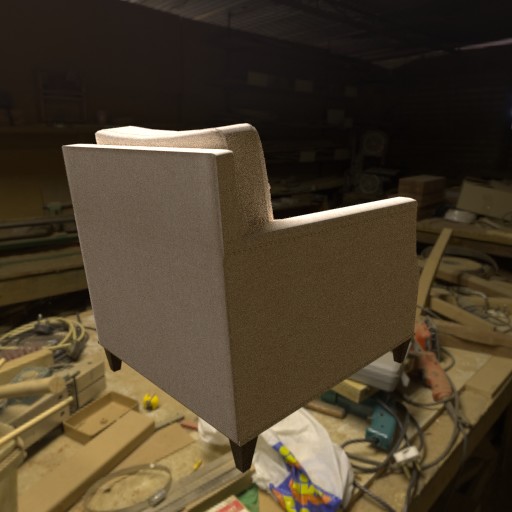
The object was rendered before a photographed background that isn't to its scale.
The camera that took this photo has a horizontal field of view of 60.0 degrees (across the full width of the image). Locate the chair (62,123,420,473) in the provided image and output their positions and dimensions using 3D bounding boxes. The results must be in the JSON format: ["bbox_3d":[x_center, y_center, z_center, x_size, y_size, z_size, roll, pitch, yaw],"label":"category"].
[{"bbox_3d":[0.000,0.000,1.672,1.041,0.940,0.838,-14,21,-42],"label":"chair"}]
